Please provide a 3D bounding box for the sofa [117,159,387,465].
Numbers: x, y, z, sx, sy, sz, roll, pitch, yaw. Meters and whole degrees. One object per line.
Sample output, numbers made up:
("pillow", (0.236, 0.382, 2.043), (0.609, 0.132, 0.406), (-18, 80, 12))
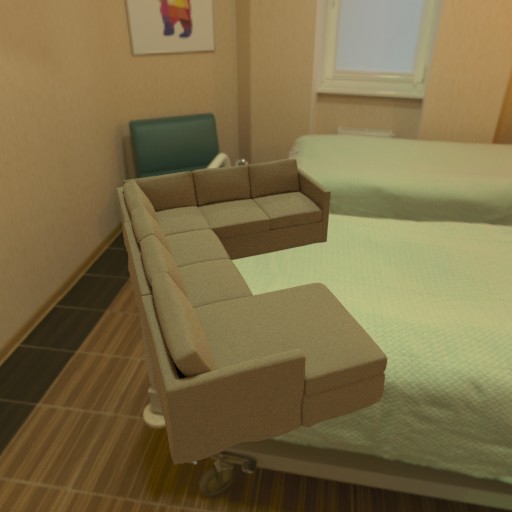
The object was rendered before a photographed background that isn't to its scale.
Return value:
("sofa", (0.000, 0.000, 4.517), (2.476, 0.878, 3.528), (-11, 32, -17))
